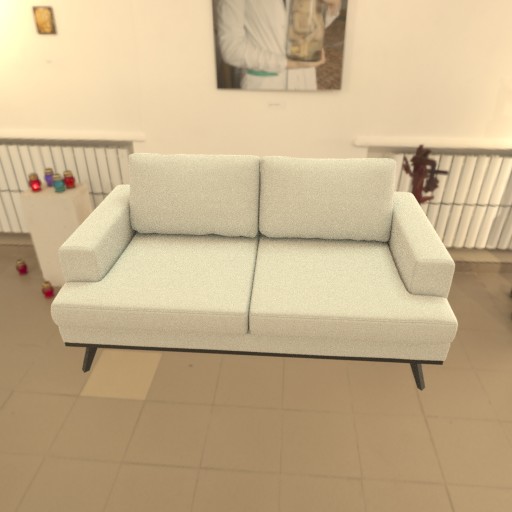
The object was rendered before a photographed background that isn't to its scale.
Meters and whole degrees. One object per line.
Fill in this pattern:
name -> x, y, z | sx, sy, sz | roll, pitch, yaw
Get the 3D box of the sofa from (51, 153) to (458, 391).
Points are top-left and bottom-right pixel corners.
sofa -> 0.000, 0.000, 2.137 | 1.650, 0.810, 0.920 | 2, 30, 3
